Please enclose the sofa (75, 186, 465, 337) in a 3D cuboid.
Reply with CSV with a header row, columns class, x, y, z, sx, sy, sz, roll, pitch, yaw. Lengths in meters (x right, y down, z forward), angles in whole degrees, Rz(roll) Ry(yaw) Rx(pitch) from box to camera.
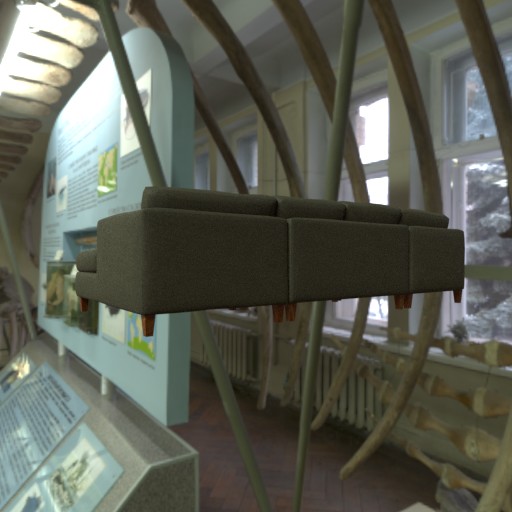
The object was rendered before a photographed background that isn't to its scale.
class,x,y,z,sx,sy,sz,roll,pitch,yaw
sofa,0.000,0.000,4.579,3.460,0.961,2.594,0,0,-35
